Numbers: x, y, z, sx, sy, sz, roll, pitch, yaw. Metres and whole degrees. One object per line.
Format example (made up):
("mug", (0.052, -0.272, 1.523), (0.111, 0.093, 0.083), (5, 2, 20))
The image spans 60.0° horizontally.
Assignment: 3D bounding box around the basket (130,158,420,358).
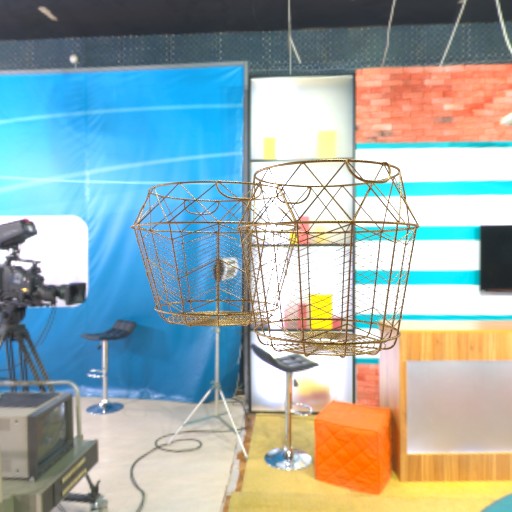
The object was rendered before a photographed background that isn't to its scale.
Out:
("basket", (0.000, 0.000, 1.047), (0.451, 0.343, 0.805), (0, 0, -36))
